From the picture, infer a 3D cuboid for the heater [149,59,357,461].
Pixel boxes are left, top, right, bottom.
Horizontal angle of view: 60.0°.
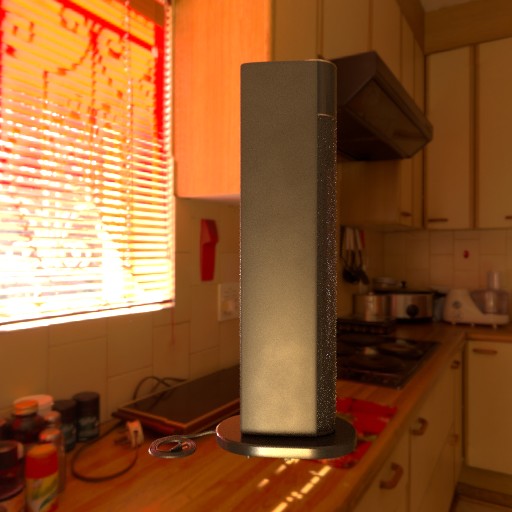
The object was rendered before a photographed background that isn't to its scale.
[{"bbox_3d":[0.000,0.000,1.016,0.458,0.856,0.214,0,0,1],"label":"heater"}]
